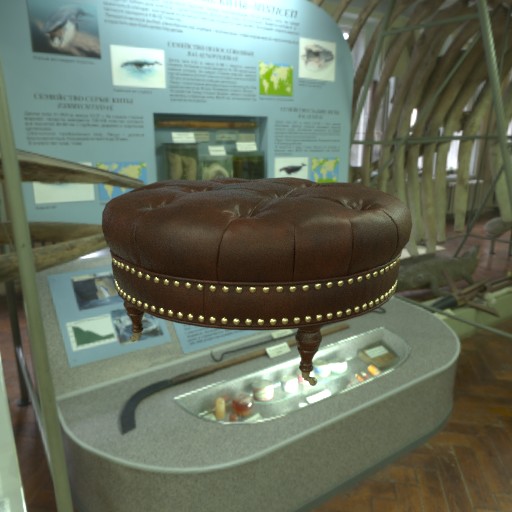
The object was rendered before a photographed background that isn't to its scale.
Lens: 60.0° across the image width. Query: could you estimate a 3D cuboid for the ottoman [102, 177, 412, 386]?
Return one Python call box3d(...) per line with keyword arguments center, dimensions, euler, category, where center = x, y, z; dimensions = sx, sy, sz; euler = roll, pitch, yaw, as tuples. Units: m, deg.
box3d(center=(0.000, 0.000, 1.380), dimensions=(0.901, 0.455, 0.901), euler=(0, 15, 0), category="ottoman")
